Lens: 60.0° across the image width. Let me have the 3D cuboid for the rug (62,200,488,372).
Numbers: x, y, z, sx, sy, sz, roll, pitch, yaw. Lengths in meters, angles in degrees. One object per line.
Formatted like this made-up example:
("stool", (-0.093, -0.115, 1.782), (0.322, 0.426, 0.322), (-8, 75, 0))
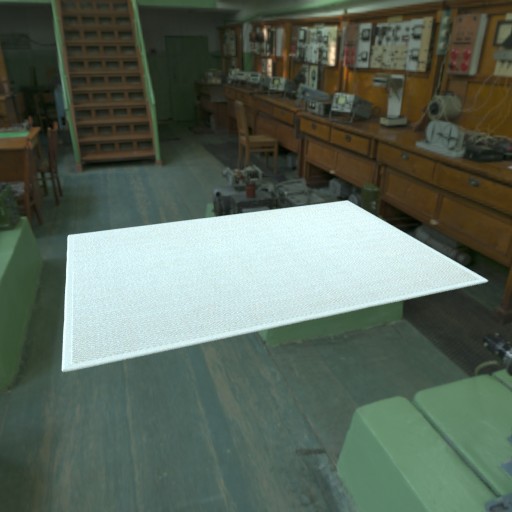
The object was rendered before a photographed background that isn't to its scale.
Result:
("rug", (0.000, 0.000, 2.800), (2.244, 0.017, 1.532), (-9, 27, -18))
